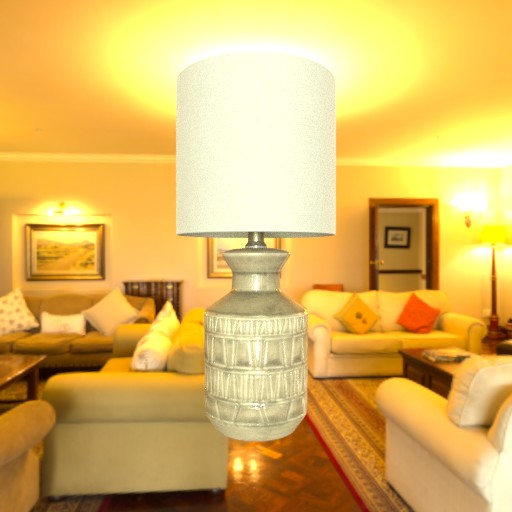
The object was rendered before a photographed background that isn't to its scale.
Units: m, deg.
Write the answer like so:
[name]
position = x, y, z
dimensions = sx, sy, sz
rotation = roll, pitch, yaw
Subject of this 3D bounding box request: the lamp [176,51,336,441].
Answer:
[lamp]
position = 0.000, 0.000, 0.596
dimensions = 0.211, 0.455, 0.211
rotation = 0, 0, 36
